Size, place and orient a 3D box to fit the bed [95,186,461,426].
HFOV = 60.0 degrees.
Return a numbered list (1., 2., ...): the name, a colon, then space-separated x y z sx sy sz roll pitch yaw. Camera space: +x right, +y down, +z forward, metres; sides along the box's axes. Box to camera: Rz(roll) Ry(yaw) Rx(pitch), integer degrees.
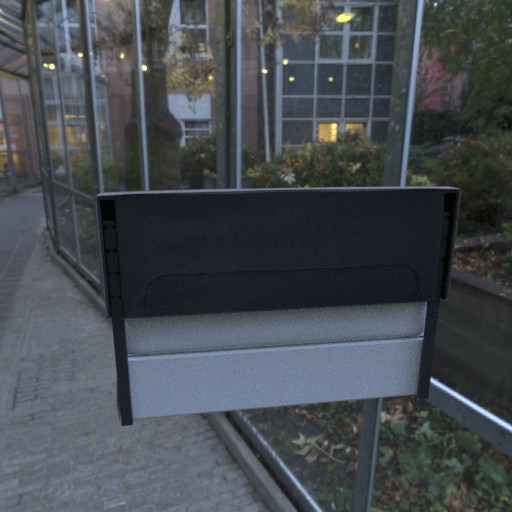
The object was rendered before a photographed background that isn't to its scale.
1. bed: 0.000 0.000 2.896 1.610 1.089 1.894 -2 15 -8
